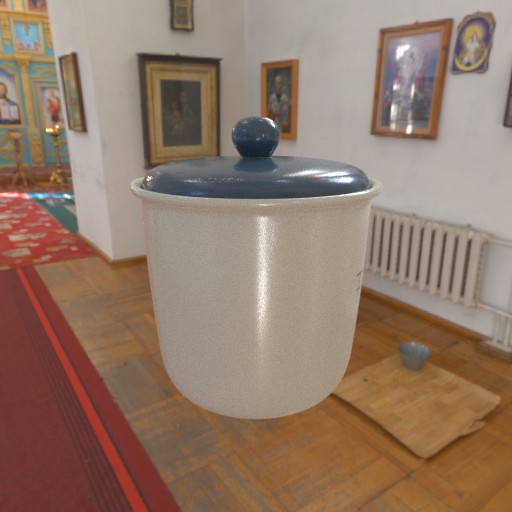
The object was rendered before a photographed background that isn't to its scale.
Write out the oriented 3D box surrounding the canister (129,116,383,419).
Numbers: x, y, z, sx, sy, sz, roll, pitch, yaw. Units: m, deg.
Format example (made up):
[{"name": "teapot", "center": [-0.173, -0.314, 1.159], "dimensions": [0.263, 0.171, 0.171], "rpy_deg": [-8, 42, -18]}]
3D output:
[{"name": "canister", "center": [0.000, 0.000, 0.346], "dimensions": [0.182, 0.208, 0.182], "rpy_deg": [0, 17, 0]}]
